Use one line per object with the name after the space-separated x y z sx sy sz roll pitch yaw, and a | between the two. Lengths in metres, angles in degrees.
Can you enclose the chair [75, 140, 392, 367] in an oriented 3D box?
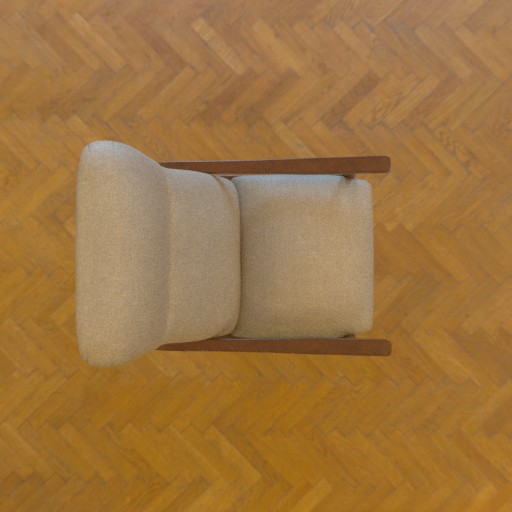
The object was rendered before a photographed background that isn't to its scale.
0.000 0.000 1.768 1.030 1.082 0.762 0 89 0 | chair
